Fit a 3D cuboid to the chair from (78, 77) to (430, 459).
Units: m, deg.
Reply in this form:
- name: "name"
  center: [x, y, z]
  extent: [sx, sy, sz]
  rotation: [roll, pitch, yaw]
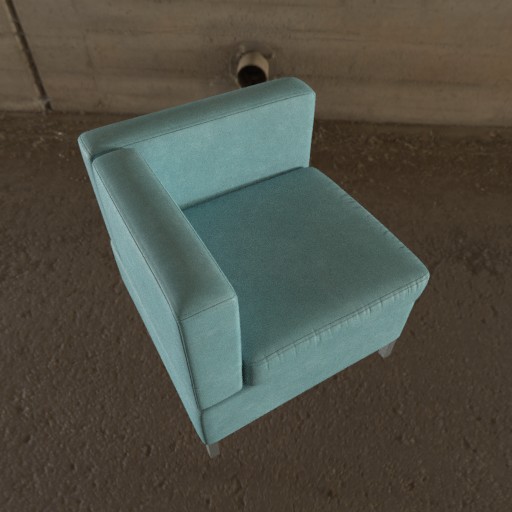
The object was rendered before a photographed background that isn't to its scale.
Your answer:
- name: "chair"
  center: [0.000, 0.000, 1.244]
  extent: [0.680, 0.660, 0.680]
  rotation: [-23, 51, -20]
